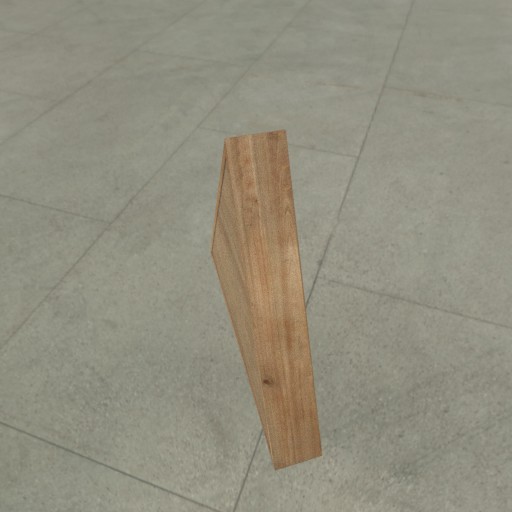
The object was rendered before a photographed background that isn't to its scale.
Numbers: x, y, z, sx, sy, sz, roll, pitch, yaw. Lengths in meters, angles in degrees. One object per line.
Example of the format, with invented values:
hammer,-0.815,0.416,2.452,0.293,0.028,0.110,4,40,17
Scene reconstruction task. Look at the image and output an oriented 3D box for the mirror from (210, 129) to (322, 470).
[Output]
mirror,0.000,0.000,0.890,0.100,0.548,0.631,-11,47,-11
